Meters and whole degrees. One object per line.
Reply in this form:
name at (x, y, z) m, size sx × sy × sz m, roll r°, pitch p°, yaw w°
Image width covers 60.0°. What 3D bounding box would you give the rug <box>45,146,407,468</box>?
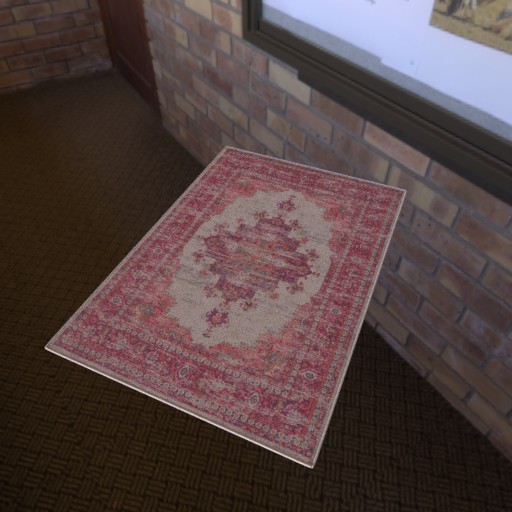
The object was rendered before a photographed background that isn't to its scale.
rug at (0.000, 0.000, 3.765) m, size 2.005 × 0.014 × 2.878 m, roll 18°, pitch 48°, yaw 16°
